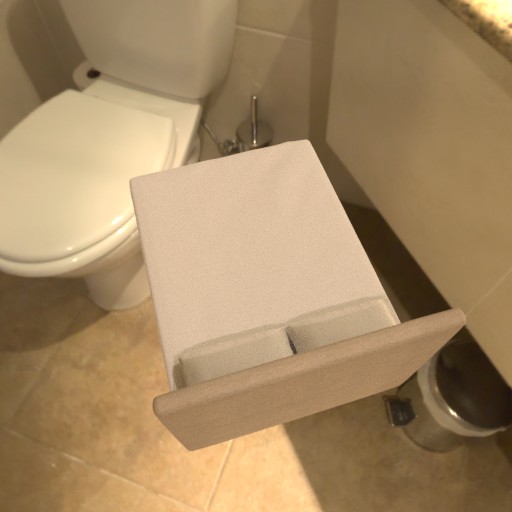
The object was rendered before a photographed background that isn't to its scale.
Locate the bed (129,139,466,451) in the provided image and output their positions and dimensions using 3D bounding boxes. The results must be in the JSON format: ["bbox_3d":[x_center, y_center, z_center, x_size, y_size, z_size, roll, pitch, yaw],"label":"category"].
[{"bbox_3d":[0.000,0.000,3.241,1.713,1.330,2.162,-14,60,-8],"label":"bed"}]
